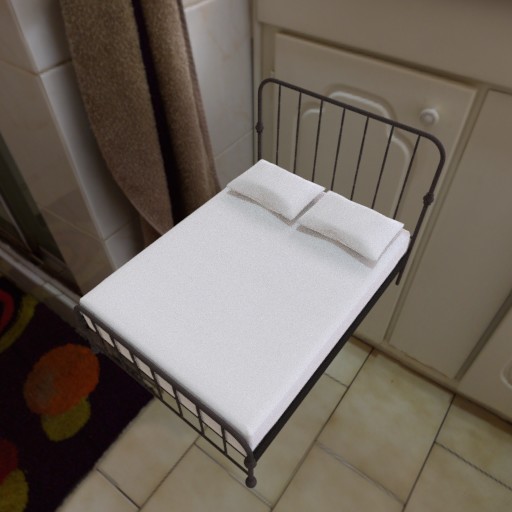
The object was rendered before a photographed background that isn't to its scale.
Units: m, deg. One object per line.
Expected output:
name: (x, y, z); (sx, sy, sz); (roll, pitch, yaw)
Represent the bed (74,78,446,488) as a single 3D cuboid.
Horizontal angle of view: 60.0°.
bed: (0.000, 0.000, 3.142); (1.616, 1.446, 2.134); (30, 54, 25)
